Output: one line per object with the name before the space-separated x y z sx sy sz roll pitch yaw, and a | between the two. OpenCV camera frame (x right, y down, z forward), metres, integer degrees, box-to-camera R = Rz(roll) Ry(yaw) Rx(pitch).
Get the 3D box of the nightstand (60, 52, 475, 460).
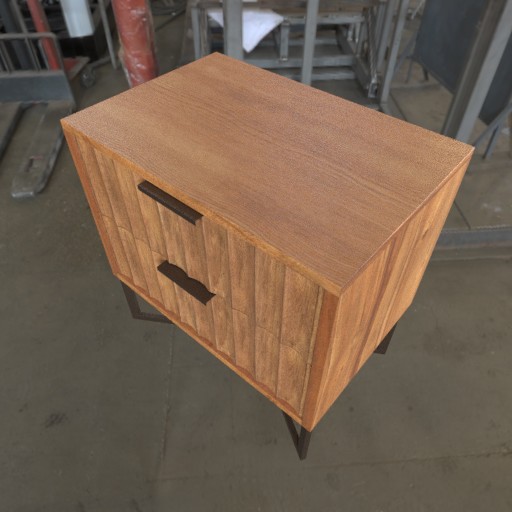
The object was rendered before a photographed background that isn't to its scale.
nightstand | 0.000 0.000 0.999 0.613 0.615 0.427 32 54 27
